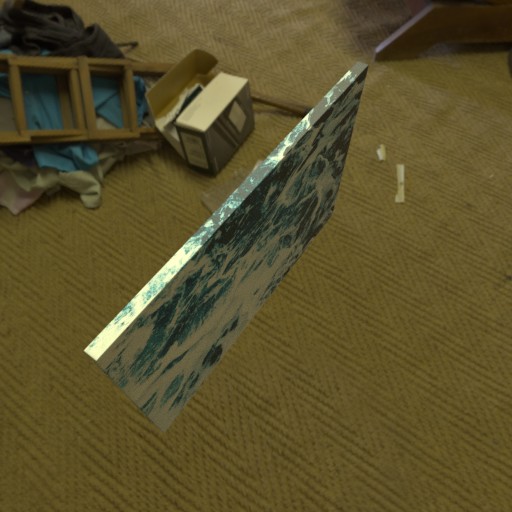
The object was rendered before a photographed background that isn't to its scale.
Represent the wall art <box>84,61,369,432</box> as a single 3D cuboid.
[{"bbox_3d":[0.000,0.000,1.923,0.055,1.017,1.524,31,63,18],"label":"wall art"}]
